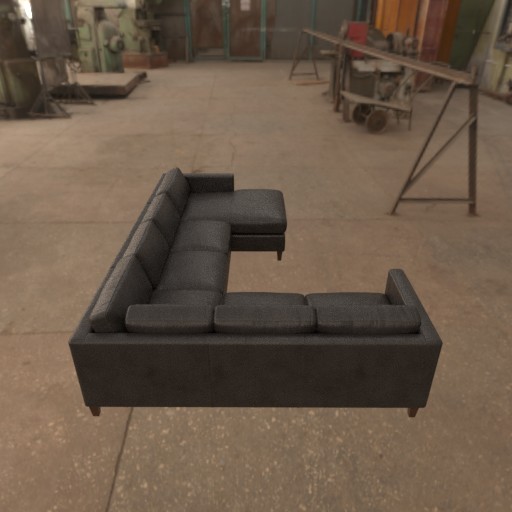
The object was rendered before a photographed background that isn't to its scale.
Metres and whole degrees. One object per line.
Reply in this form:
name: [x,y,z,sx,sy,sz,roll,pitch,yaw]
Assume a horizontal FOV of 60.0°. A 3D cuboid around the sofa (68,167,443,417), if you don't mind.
sofa: [0.000,0.000,4.462,2.452,0.891,3.324,0,29,0]
